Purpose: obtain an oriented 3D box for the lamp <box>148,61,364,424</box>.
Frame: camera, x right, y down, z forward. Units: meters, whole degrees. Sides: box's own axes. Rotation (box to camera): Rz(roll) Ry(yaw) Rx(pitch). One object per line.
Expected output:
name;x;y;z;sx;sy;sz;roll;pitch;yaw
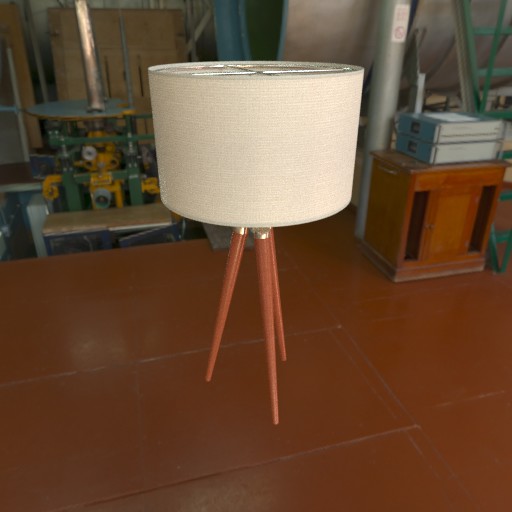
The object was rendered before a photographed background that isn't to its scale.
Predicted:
lamp;0.000;0.000;0.902;0.354;0.709;0.355;9;28;17
